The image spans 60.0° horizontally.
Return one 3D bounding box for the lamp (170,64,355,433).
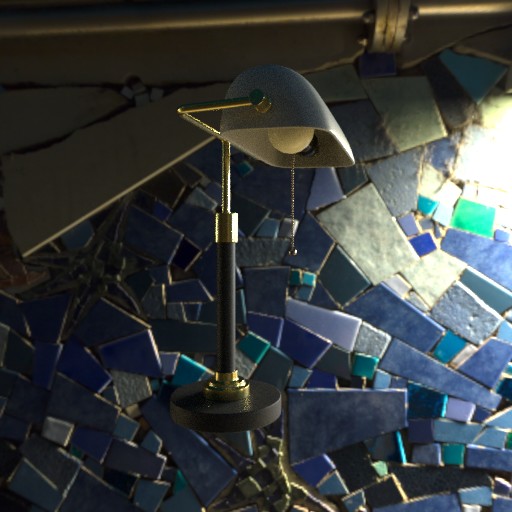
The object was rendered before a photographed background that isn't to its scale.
[{"bbox_3d":[0.000,0.000,0.561,0.227,0.404,0.269,0,1,20],"label":"lamp"}]
